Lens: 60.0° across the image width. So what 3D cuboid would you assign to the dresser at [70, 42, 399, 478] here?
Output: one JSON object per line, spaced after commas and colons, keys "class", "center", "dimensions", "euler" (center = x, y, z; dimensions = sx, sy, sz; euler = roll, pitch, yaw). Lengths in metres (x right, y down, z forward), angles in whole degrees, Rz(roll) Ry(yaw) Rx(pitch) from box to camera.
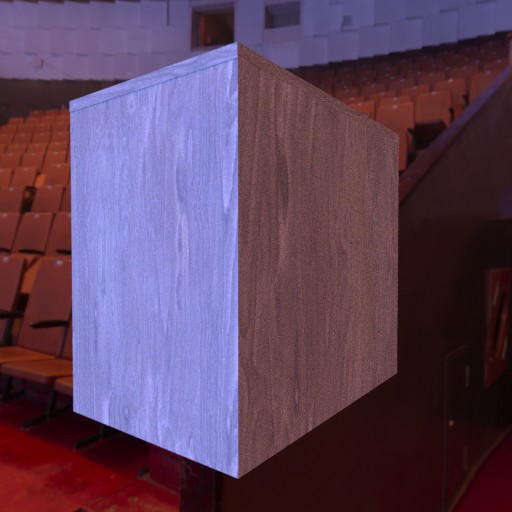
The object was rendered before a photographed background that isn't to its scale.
{"class": "dresser", "center": [0.000, 0.000, 1.254], "dimensions": [0.529, 0.762, 0.809], "euler": [1, 2, 37]}
